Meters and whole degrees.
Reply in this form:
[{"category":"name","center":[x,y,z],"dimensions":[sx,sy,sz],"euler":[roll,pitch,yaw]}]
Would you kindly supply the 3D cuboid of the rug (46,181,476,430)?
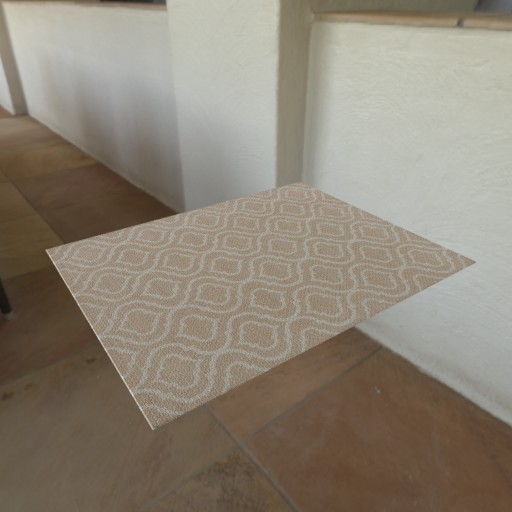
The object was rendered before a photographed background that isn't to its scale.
[{"category":"rug","center":[0.000,0.000,3.793],"dimensions":[2.894,0.013,2.286],"euler":[-19,35,-30]}]
